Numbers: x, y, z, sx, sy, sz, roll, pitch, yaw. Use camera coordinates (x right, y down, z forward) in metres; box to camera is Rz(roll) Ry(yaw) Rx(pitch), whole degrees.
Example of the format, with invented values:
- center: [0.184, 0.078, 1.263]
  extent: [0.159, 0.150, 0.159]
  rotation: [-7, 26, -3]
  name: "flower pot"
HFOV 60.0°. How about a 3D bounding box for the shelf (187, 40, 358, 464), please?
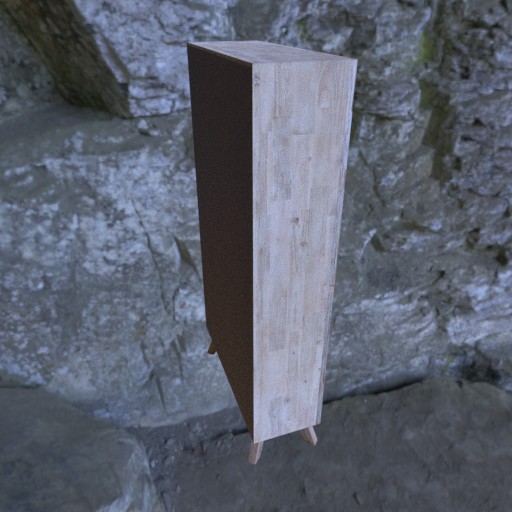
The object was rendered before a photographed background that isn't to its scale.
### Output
- center: [0.000, 0.000, 1.733]
  extent: [0.308, 1.471, 0.748]
  rotation: [-10, 31, -17]
  name: "shelf"
